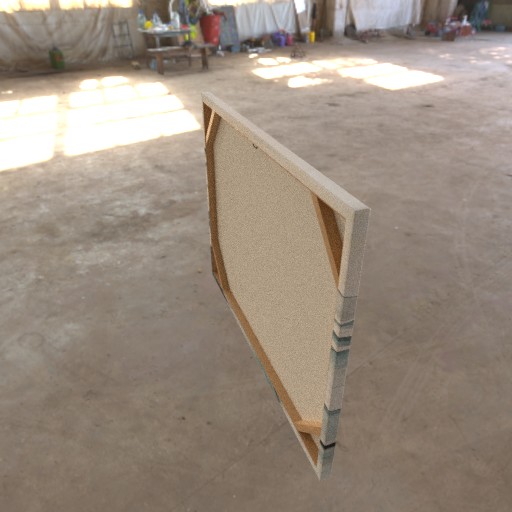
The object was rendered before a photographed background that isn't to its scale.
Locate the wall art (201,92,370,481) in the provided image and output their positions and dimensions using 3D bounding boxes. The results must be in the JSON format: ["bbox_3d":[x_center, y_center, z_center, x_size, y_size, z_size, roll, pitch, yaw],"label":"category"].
[{"bbox_3d":[0.000,0.000,1.609,0.039,0.915,1.219,-11,33,-17],"label":"wall art"}]
